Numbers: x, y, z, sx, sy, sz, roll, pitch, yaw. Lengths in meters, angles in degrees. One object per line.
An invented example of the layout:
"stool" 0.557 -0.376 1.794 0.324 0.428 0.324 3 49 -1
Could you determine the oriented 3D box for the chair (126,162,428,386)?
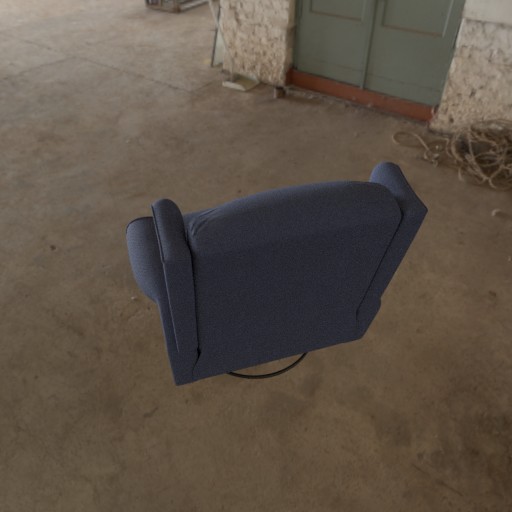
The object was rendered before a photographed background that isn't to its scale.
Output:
"chair" 0.000 0.000 1.771 0.971 1.020 0.877 -11 43 -12
